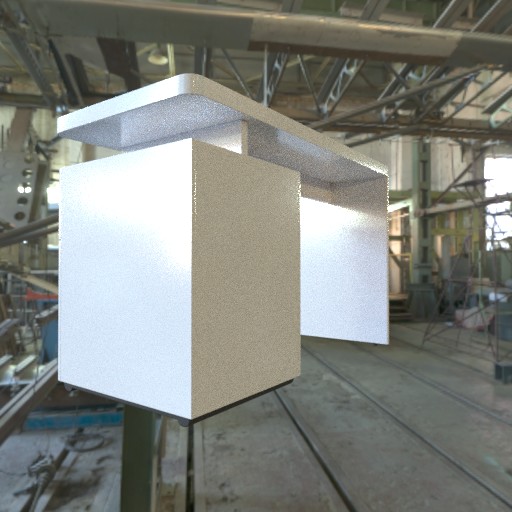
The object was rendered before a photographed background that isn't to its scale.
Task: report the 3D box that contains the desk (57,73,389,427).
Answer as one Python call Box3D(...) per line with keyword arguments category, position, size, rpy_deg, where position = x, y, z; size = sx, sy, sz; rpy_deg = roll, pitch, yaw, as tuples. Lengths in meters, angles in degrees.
Box3D(category="desk", position=(0.000, 0.000, 1.565), size=(0.550, 0.760, 1.200), rpy_deg=(-1, -1, 36))
